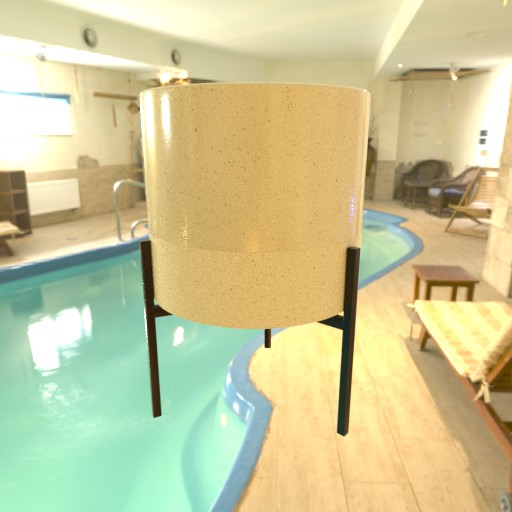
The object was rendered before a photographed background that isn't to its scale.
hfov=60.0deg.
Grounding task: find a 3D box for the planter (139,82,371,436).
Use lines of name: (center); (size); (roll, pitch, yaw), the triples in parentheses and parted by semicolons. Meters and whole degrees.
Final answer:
planter: (0.000, 0.000, 0.334); (0.152, 0.230, 0.159); (2, 16, 9)
